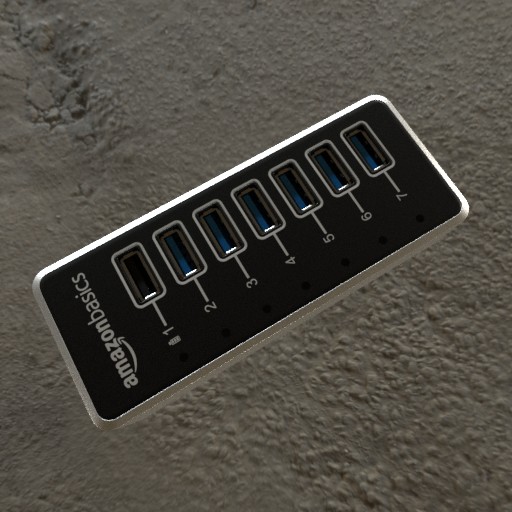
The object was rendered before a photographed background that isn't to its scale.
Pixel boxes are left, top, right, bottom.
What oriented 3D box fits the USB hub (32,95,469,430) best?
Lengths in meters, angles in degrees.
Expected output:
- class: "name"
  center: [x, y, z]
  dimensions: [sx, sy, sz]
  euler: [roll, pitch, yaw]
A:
- class: "USB hub"
  center: [0.000, 0.000, 0.125]
  dimensions: [0.110, 0.023, 0.044]
  euler: [-30, 76, -8]
